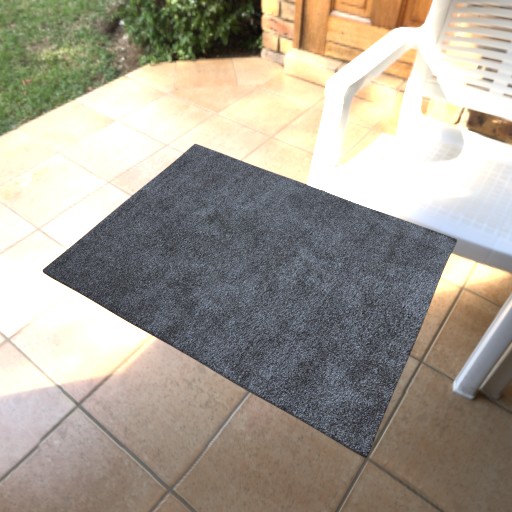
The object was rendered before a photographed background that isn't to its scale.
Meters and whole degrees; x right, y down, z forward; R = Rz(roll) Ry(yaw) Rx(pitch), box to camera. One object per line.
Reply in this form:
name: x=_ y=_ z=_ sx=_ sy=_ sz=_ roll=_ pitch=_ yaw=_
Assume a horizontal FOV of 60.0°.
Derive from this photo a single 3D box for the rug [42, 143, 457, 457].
rug: x=0.000 y=0.000 z=2.125 sx=1.601 sy=0.025 sz=1.198 roll=24 pitch=52 yaw=20
